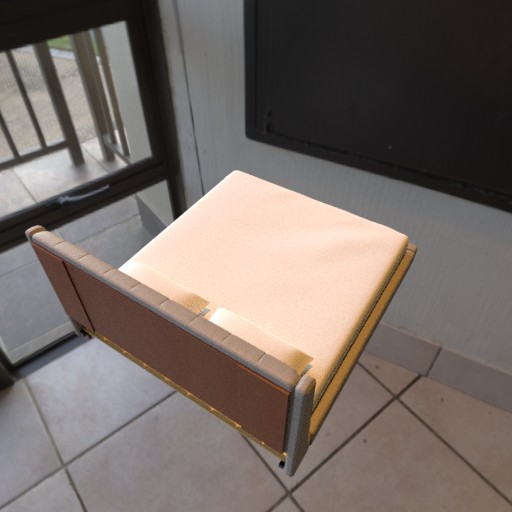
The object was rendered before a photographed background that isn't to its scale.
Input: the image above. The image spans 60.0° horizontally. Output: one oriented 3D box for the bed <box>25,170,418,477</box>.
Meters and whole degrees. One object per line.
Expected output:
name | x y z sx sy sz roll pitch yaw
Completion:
bed | 0.000 0.000 3.572 2.062 1.289 2.342 25 51 22
